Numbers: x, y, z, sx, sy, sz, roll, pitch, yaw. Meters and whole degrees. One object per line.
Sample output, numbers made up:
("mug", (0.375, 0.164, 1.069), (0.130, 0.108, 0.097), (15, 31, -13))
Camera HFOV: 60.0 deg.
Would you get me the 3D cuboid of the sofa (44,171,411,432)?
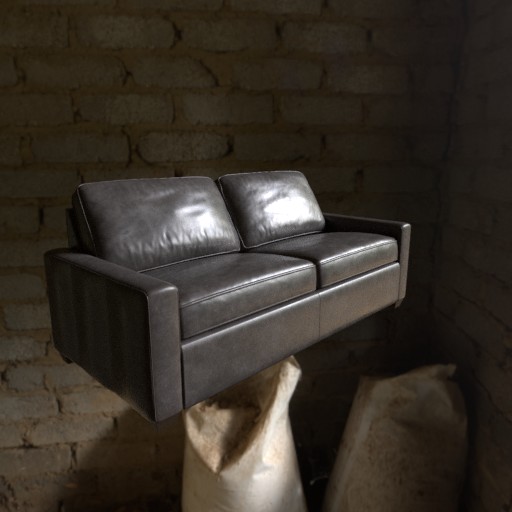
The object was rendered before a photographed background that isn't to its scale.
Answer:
("sofa", (0.000, 0.000, 2.597), (0.939, 0.916, 2.081), (13, 19, 43))
